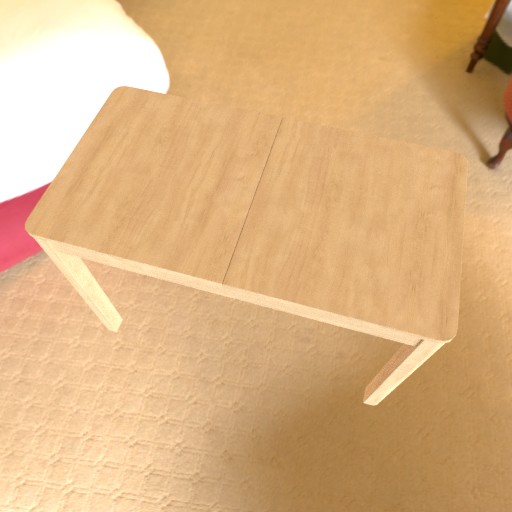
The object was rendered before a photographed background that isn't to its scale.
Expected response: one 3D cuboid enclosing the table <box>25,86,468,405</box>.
[{"bbox_3d":[0.000,0.000,1.924,1.400,0.900,0.750,14,61,8],"label":"table"}]
